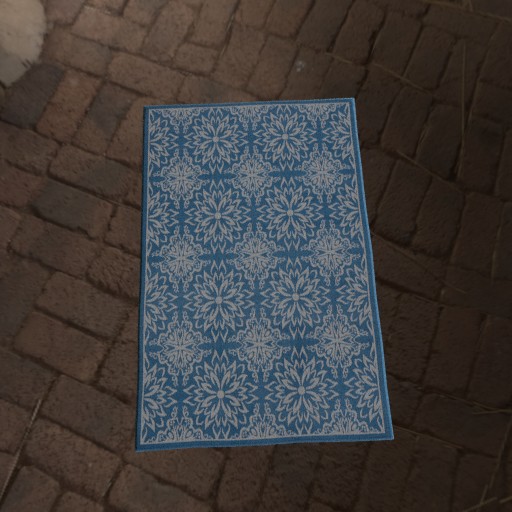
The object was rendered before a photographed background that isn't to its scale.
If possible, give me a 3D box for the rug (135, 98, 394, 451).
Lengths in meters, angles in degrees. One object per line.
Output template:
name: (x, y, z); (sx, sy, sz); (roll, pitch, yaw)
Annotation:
rug: (0.000, 0.000, 3.484); (1.830, 0.018, 2.769); (-2, 75, -1)
